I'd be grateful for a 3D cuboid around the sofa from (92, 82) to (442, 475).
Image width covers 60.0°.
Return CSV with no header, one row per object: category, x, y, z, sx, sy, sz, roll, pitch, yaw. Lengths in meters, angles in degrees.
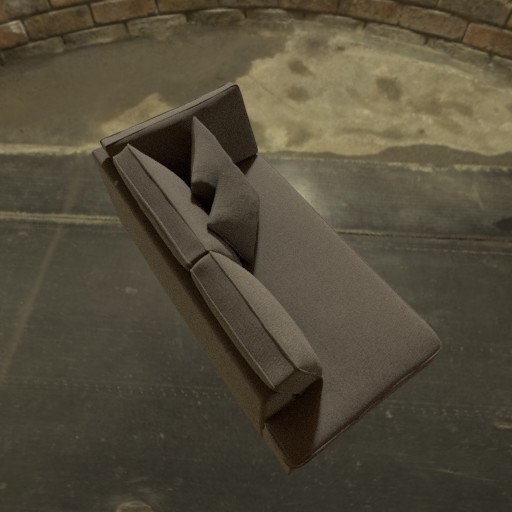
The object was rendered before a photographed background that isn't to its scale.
sofa,0.000,0.000,2.800,1.110,1.033,2.237,-30,62,-18
